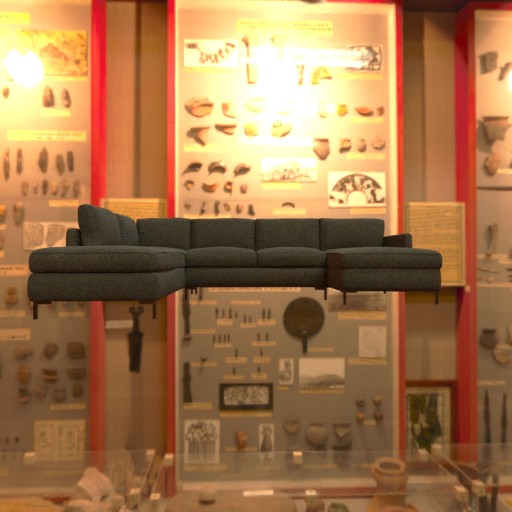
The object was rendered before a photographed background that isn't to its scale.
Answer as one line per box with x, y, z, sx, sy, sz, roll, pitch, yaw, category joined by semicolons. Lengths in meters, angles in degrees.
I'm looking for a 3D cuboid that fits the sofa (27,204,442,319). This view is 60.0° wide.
0.000;0.000;3.814;2.956;0.813;2.007;0;0;-1;sofa
